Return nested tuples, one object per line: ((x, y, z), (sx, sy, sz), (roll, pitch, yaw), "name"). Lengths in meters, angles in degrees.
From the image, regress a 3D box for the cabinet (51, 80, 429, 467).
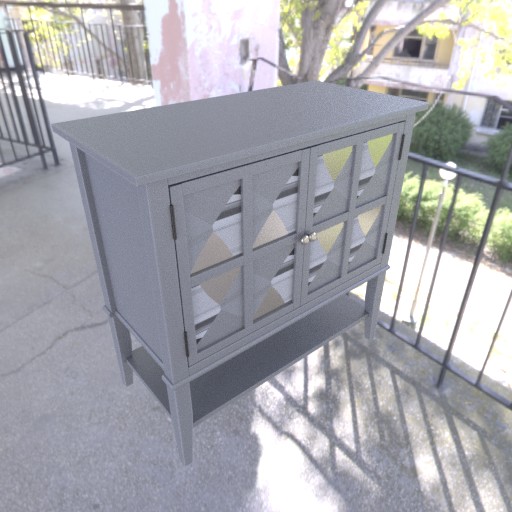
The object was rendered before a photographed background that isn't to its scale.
((0.000, 0.000, 1.229), (0.801, 0.780, 0.396), (-23, 38, -33), "cabinet")
